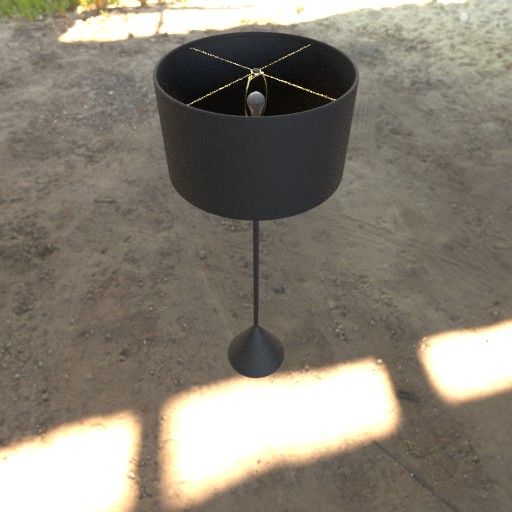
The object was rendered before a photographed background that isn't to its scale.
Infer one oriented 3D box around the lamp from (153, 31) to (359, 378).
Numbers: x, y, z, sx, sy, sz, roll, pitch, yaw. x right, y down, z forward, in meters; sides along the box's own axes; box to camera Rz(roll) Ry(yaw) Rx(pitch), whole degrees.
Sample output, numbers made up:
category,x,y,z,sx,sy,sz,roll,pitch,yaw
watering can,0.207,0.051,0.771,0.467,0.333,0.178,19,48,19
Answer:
category,x,y,z,sx,sy,sz,roll,pitch,yaw
lamp,0.000,0.000,1.802,0.580,1.526,0.580,32,53,27
